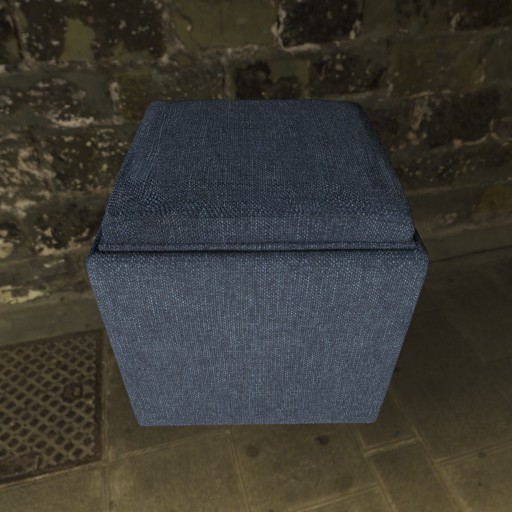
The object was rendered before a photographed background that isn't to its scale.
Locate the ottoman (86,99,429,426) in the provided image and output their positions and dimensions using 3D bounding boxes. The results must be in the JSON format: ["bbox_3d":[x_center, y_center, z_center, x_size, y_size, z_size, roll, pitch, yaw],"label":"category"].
[{"bbox_3d":[0.000,0.000,0.846,0.454,0.493,0.436,-1,40,-1],"label":"ottoman"}]
